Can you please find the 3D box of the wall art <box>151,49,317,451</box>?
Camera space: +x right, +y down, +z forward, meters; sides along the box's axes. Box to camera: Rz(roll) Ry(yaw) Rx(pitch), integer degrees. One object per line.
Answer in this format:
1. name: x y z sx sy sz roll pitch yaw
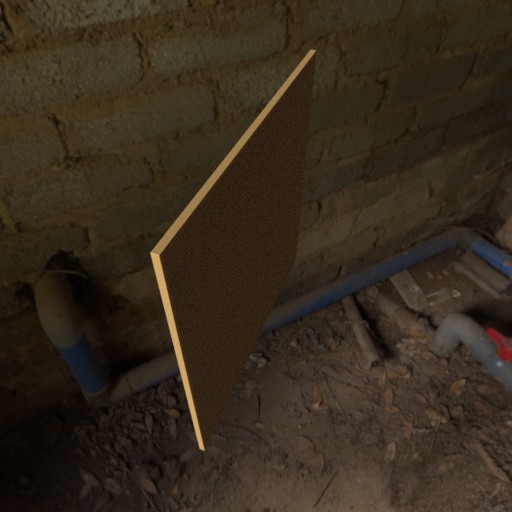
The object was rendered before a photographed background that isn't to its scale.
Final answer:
1. wall art: 0.000 0.000 0.990 0.014 0.655 0.657 17 49 15
